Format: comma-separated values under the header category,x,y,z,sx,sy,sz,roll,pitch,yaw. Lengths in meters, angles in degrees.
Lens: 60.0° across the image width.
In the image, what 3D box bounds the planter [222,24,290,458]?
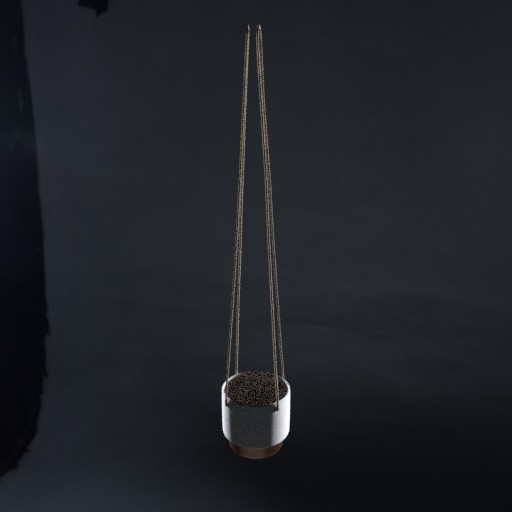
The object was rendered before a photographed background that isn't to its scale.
category,x,y,z,sx,sy,sz,roll,pitch,yaw
planter,0.000,0.000,0.880,0.146,0.841,0.146,2,14,9
